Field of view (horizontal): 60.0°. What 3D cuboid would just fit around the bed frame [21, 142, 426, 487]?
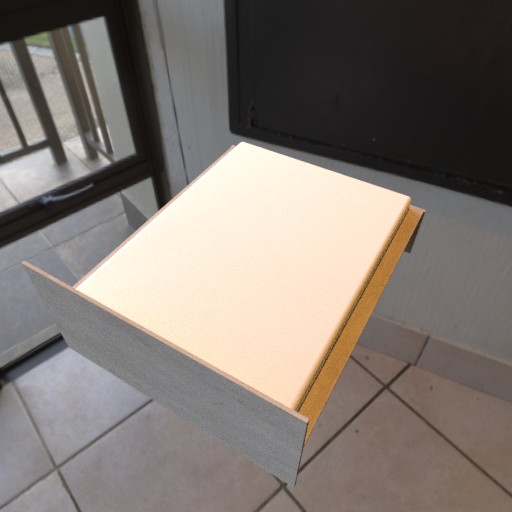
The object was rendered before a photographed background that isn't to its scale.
[{"bbox_3d":[0.000,0.000,2.845,1.622,0.800,1.960,23,51,21],"label":"bed frame"}]
